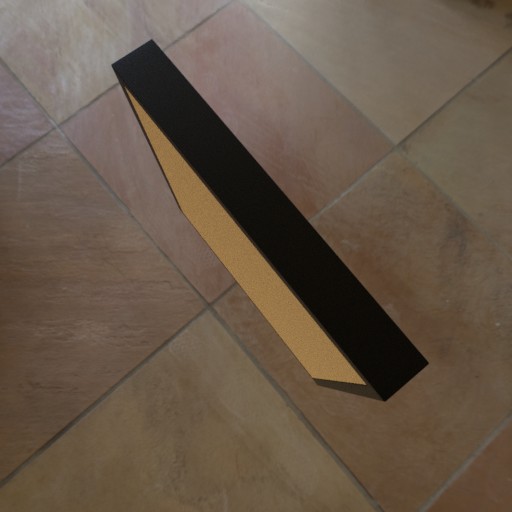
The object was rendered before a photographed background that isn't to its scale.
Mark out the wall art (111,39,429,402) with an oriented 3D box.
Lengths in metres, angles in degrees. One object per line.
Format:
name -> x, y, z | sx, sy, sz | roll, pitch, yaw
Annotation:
wall art -> 0.000, 0.000, 0.443 | 0.037, 0.299, 0.299 | -37, 79, -9
